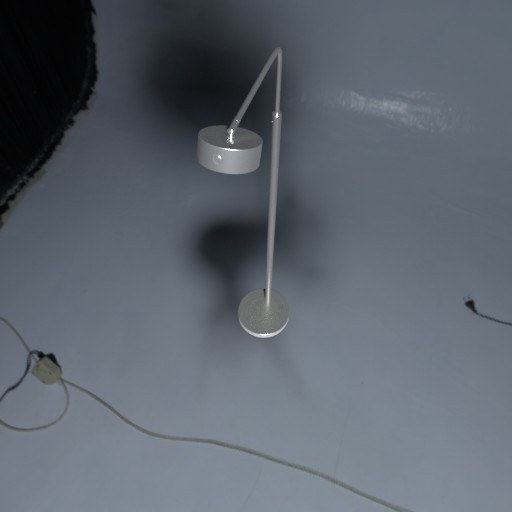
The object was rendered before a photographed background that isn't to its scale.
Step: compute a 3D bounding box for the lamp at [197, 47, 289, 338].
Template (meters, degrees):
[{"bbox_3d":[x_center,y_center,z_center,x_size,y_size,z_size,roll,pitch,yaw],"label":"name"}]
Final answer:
[{"bbox_3d":[0.000,0.000,1.383,0.222,1.250,0.421,17,59,10],"label":"lamp"}]
